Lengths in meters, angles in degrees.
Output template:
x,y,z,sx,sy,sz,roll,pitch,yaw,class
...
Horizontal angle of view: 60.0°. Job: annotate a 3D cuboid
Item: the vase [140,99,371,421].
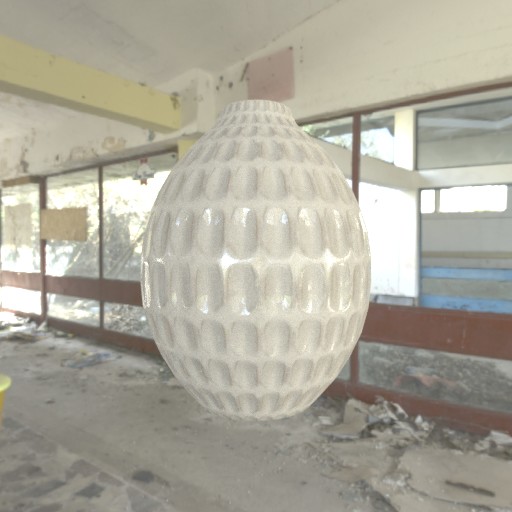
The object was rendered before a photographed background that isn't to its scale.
x,y,z,sx,sy,sz,roll,pitch,yaw,class
0.000,0.000,0.254,0.128,0.167,0.128,0,1,0,vase
